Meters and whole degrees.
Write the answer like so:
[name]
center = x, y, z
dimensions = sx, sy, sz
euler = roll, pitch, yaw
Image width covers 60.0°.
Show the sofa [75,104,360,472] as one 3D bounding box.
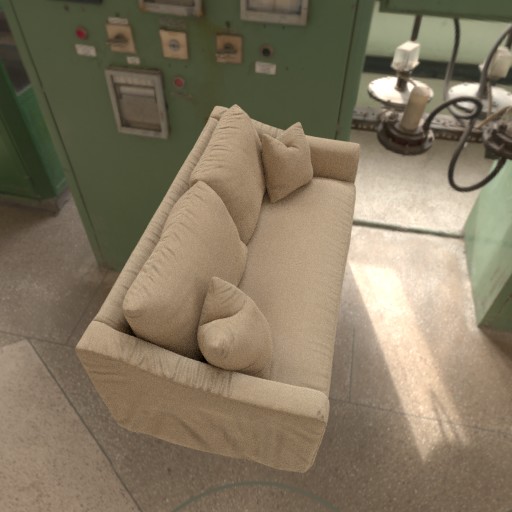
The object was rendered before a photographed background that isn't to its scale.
[sofa]
center = 0.000, 0.000, 2.605
dimensions = 1.072, 1.018, 2.010
euler = 10, 48, 9
